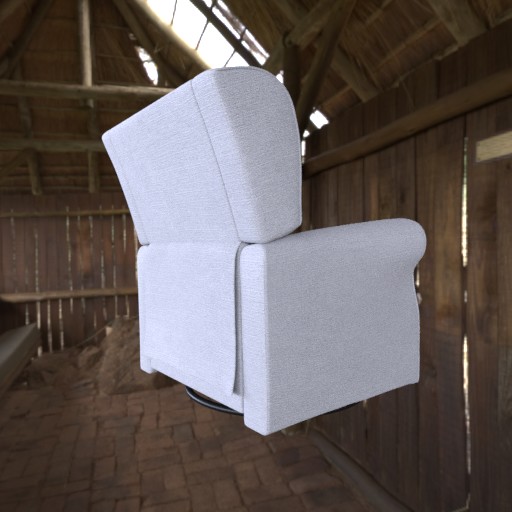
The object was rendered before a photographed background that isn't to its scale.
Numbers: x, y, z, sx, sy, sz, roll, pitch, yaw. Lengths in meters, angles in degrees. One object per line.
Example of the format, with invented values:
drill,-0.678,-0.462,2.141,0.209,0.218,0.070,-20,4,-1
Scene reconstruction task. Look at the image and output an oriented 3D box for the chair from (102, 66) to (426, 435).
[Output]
chair,0.000,0.000,1.589,0.854,0.966,0.906,-1,1,-37
